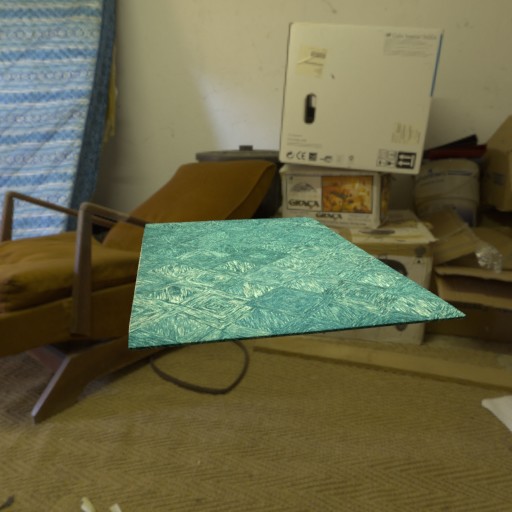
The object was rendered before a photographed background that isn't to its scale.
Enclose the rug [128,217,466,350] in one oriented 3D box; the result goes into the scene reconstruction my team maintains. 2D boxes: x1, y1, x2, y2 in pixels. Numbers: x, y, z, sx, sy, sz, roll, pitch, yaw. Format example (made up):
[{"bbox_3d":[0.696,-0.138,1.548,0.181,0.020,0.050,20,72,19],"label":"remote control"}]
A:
[{"bbox_3d":[0.000,0.000,2.220,1.136,0.017,1.728,-3,17,-11],"label":"rug"}]
